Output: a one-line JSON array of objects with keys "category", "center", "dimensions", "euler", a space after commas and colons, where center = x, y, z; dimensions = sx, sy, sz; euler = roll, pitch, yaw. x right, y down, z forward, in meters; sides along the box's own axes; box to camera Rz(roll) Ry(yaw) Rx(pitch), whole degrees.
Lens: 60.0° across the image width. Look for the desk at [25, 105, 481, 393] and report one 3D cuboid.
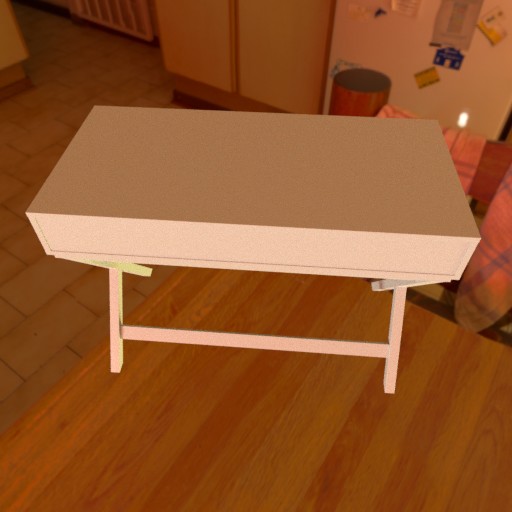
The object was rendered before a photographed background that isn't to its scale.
[{"category": "desk", "center": [0.000, 0.000, 1.488], "dimensions": [1.057, 0.780, 0.525], "euler": [3, 48, 3]}]
